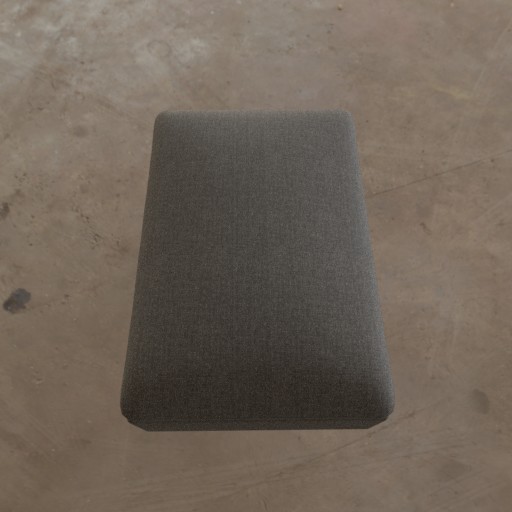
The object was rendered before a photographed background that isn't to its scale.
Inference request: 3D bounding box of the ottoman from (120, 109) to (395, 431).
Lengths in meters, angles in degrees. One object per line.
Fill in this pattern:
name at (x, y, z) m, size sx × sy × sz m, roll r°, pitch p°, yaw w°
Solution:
ottoman at (0.000, 0.000, 1.452) m, size 0.711 × 0.483 × 1.041 m, roll -1°, pitch 63°, yaw 0°
